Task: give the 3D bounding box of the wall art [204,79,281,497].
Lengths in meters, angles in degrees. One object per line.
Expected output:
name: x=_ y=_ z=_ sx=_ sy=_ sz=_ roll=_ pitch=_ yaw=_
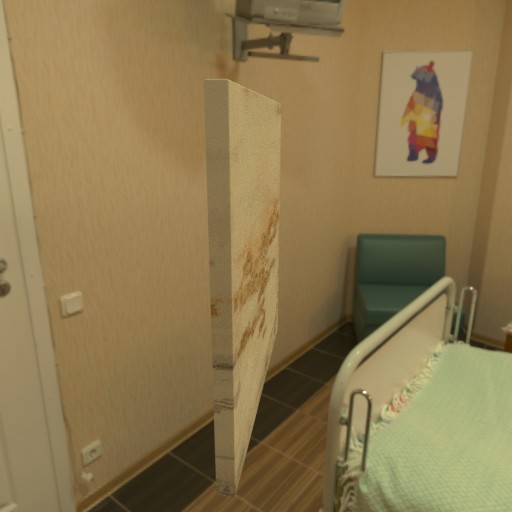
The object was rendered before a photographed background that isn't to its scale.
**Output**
wall art: x=0.000 y=0.000 z=1.109 sx=0.038 sy=0.755 sz=0.753 roll=3 pitch=17 yaw=9
